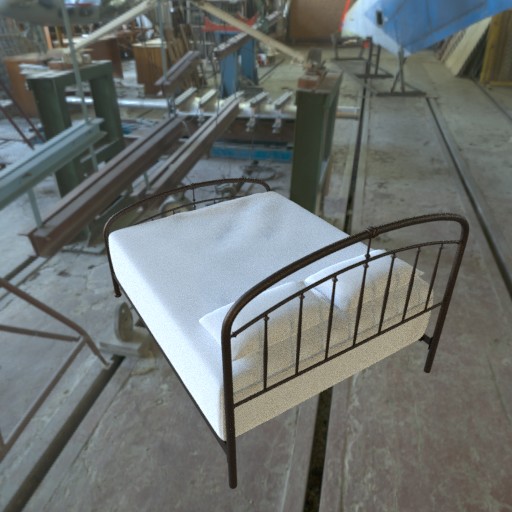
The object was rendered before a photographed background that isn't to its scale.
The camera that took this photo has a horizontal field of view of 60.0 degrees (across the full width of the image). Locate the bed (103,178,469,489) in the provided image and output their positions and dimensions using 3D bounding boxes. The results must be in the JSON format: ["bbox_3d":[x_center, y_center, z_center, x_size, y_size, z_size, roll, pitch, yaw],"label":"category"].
[{"bbox_3d":[0.000,0.000,3.291,1.711,1.425,2.180,-18,36,-27],"label":"bed"}]
